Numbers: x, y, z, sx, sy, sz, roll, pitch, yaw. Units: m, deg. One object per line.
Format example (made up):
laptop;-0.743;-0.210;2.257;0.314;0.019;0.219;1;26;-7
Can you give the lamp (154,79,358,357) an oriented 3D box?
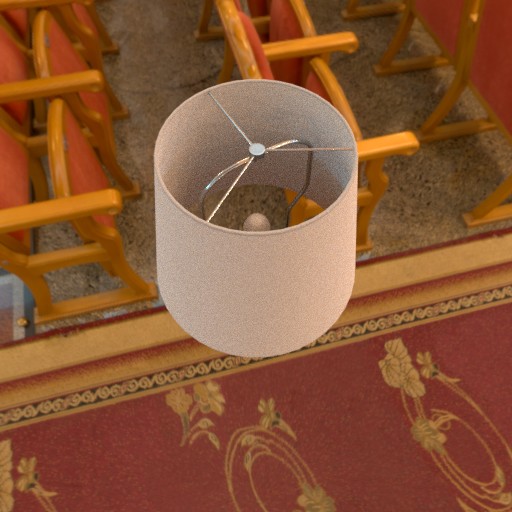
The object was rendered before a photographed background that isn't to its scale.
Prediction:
lamp;0.000;0.000;0.561;0.254;0.392;0.254;0;61;0
